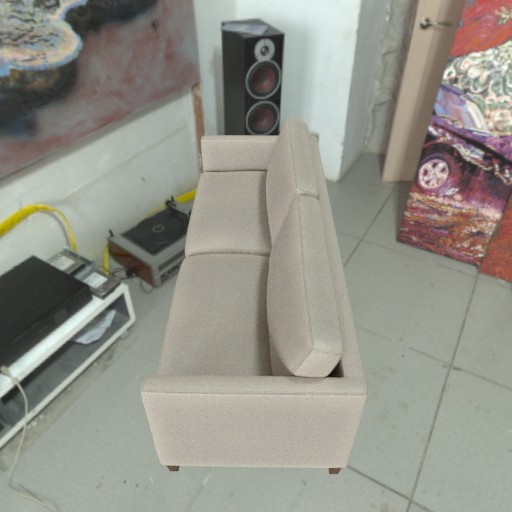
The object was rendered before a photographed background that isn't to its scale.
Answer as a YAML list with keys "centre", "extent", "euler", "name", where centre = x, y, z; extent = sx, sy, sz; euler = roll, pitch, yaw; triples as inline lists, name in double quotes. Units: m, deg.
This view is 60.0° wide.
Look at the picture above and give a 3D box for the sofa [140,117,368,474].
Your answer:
- centre: [0.000, 0.000, 2.820]
  extent: [0.951, 0.968, 2.361]
  euler: [1, 40, 1]
  name: "sofa"
